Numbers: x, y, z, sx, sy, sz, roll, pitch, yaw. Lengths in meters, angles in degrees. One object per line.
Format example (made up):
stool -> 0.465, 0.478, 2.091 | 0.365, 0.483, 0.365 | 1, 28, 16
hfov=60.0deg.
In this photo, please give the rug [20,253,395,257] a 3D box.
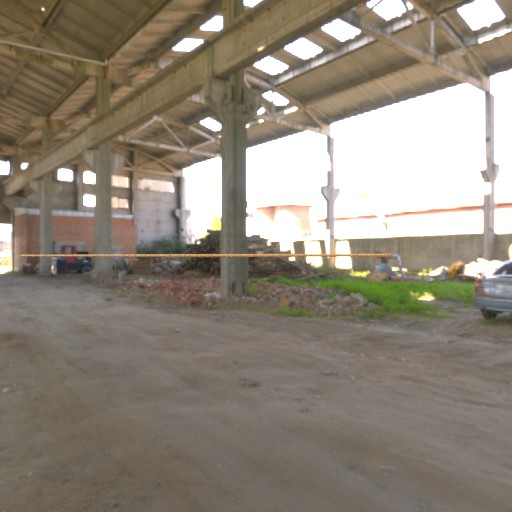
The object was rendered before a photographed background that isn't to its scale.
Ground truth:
rug -> 0.000, 0.000, 4.091 | 2.439, 0.013, 3.048 | 0, 0, 18
